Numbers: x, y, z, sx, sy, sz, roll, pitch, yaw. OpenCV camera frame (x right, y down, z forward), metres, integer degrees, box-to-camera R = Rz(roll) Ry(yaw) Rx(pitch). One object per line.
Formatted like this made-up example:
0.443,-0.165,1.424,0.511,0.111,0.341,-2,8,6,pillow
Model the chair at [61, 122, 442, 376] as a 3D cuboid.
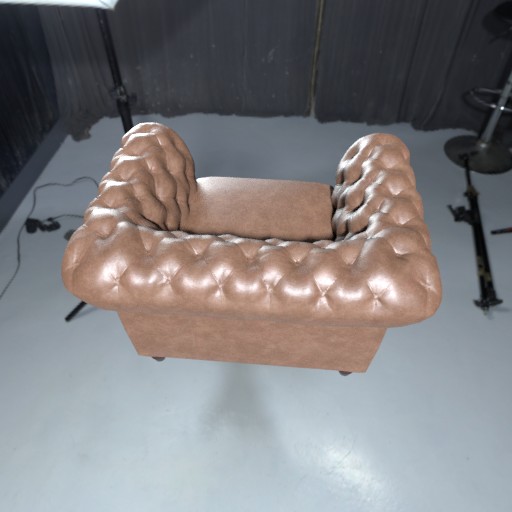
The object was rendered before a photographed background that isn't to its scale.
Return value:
0.000,0.000,1.925,1.298,0.784,0.954,4,47,3,chair
